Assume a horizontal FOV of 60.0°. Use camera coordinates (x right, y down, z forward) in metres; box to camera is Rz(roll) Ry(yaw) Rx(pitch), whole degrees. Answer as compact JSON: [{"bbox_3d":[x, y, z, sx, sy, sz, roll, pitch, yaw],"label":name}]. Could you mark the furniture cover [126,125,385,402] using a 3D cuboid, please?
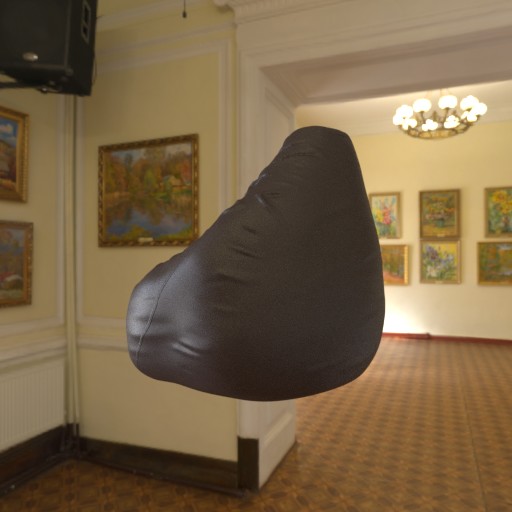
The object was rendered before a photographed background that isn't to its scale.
[{"bbox_3d":[0.000,0.000,1.927,1.070,0.990,1.070,0,0,35],"label":"furniture cover"}]
